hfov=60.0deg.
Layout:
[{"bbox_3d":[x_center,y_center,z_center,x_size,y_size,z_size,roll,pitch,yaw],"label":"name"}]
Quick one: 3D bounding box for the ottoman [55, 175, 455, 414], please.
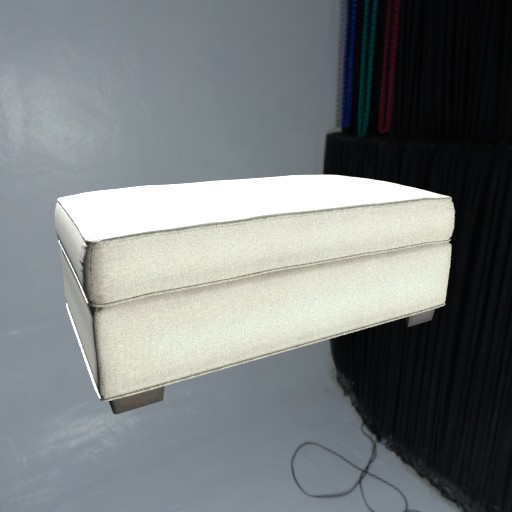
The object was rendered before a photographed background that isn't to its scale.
[{"bbox_3d":[0.000,0.000,1.403,1.097,0.448,0.617,-9,19,-27],"label":"ottoman"}]
